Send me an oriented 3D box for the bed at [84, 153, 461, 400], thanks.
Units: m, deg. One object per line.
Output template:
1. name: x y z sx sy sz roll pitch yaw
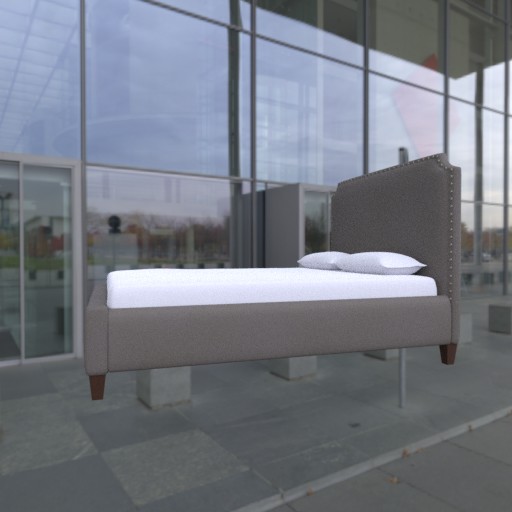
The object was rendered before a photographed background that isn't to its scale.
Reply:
1. bed: 0.000 0.000 3.378 2.372 1.443 1.712 0 1 -19
